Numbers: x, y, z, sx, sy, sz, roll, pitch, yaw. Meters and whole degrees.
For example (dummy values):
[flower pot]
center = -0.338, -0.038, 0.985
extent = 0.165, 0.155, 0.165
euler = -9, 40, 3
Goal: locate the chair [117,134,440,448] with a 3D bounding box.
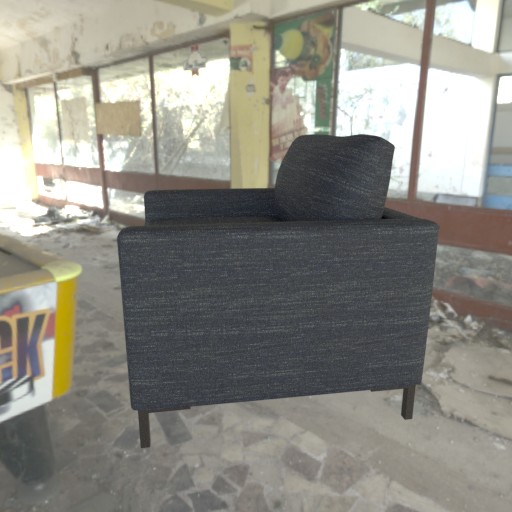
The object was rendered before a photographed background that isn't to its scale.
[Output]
[chair]
center = 0.000, 0.000, 1.615
extent = 0.866, 0.861, 0.963
euler = -2, 15, -9
